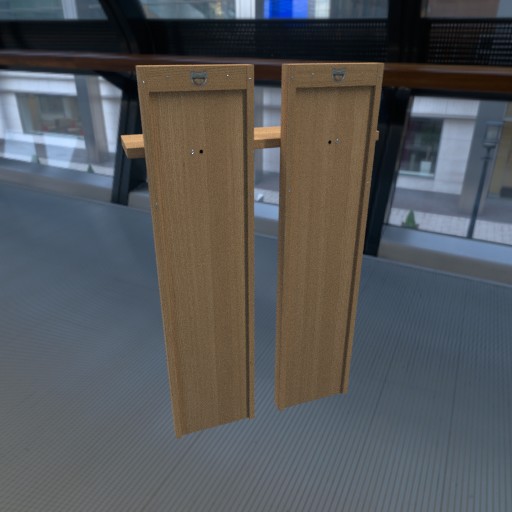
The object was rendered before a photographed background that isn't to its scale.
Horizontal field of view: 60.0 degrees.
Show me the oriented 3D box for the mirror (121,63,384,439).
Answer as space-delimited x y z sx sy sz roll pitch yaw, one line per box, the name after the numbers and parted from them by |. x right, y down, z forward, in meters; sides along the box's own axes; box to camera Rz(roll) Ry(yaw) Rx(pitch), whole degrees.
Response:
0.000 0.000 1.567 0.800 1.250 0.260 -9 26 -18 | mirror
